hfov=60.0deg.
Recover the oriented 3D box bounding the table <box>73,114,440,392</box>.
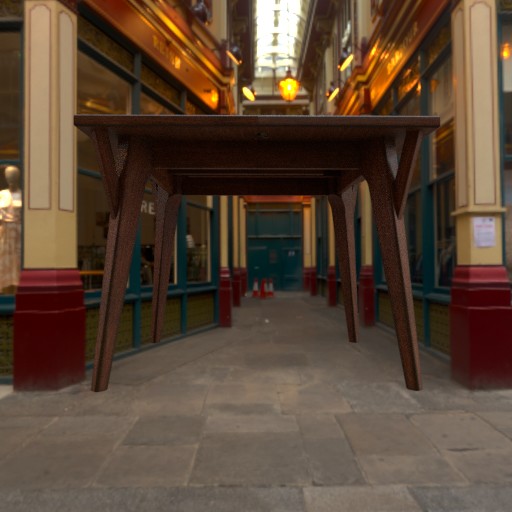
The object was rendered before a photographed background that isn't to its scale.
[{"bbox_3d":[0.000,0.000,1.611,0.991,0.761,0.838,0,-1,-1],"label":"table"}]
